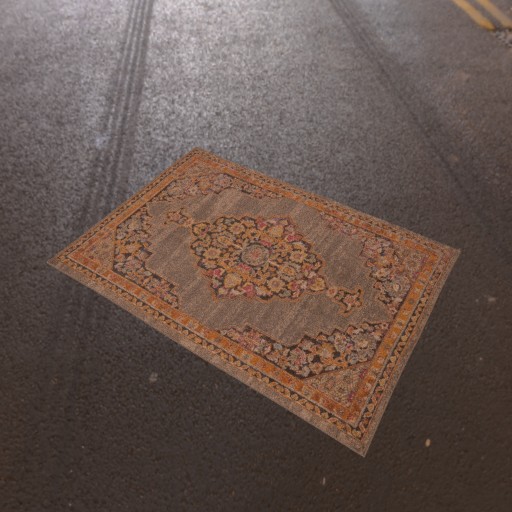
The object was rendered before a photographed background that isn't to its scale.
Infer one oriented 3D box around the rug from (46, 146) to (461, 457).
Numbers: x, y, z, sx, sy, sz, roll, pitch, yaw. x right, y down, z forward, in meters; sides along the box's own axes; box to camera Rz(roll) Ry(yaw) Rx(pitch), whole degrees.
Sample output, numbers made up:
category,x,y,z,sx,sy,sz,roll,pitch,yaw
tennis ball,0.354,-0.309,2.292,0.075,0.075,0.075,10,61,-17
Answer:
category,x,y,z,sx,sy,sz,roll,pitch,yaw
rug,0.000,0.000,3.783,2.901,0.026,2.043,26,53,22
